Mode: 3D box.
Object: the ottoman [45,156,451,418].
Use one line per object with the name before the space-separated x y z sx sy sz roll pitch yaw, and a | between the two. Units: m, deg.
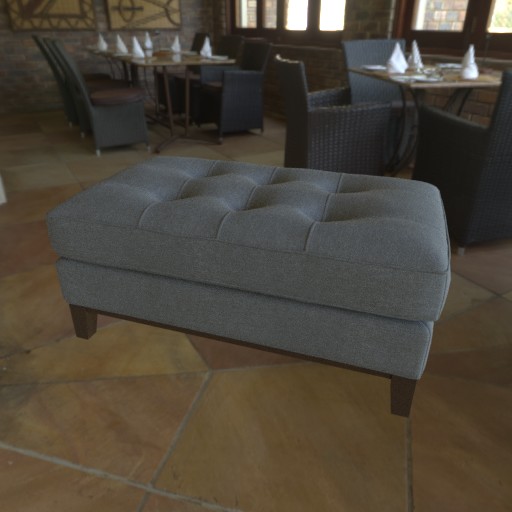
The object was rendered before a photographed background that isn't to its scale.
ottoman | 0.000 0.000 1.492 1.143 0.514 0.648 9 29 17
